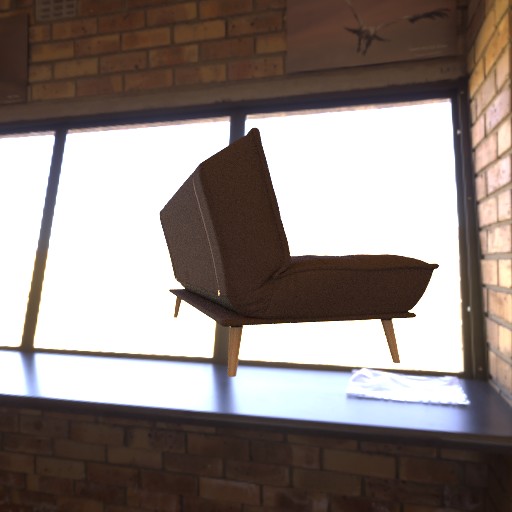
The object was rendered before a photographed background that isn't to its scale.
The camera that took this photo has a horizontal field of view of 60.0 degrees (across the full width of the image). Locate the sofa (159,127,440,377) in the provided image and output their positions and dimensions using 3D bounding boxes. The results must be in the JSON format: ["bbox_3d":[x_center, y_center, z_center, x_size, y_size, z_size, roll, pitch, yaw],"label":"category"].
[{"bbox_3d":[0.000,0.000,2.533,0.950,0.890,1.940,0,-1,-17],"label":"sofa"}]
